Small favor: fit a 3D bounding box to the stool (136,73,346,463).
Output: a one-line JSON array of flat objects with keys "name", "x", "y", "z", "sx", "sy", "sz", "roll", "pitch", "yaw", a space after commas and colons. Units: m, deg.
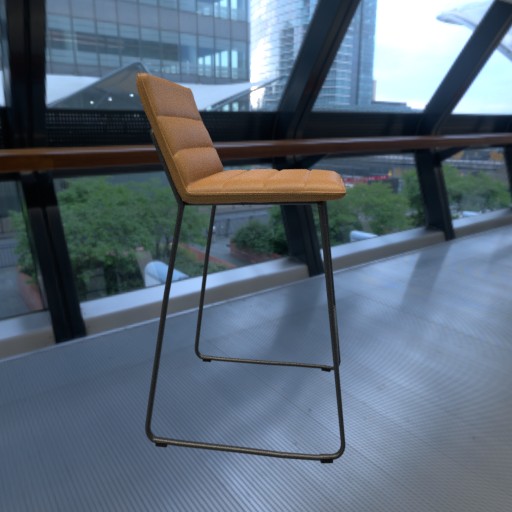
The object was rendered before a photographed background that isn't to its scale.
[{"name": "stool", "x": 0.000, "y": 0.000, "z": 1.251, "sx": 0.524, "sy": 0.936, "sz": 0.489, "roll": 2, "pitch": 15, "yaw": 9}]
